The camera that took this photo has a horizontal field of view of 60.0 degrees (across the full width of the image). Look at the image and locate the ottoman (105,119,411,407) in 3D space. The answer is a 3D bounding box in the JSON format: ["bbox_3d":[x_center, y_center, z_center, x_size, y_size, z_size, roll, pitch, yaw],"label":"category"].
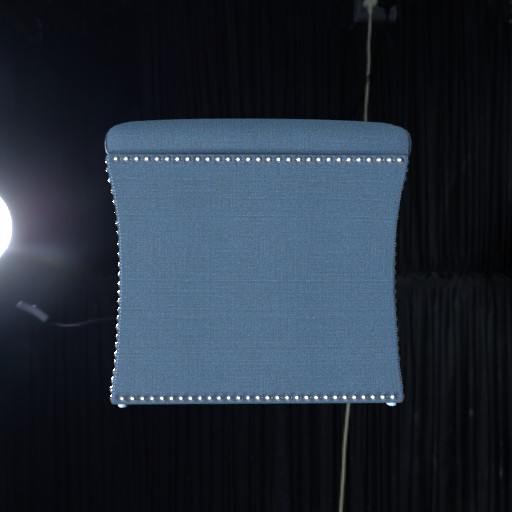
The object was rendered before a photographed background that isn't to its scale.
[{"bbox_3d":[0.000,0.000,0.930,0.497,0.475,0.507,0,1,-1],"label":"ottoman"}]
